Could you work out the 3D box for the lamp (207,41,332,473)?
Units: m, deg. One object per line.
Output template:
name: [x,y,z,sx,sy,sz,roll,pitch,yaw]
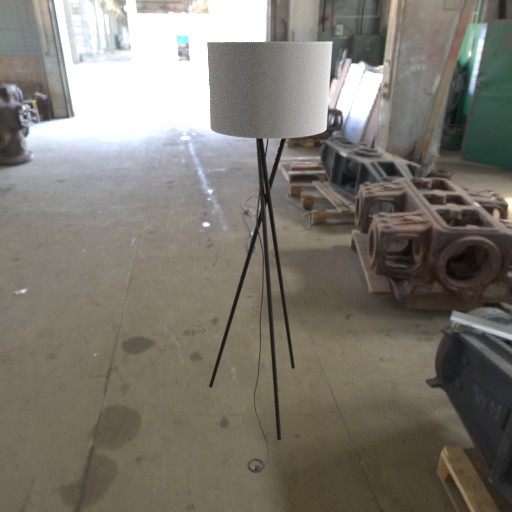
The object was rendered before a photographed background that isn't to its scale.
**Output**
lamp: [0.000,0.000,1.865,0.522,1.624,0.667,18,31,33]
